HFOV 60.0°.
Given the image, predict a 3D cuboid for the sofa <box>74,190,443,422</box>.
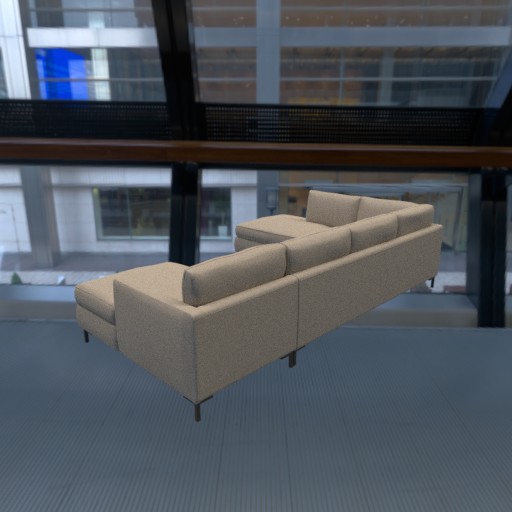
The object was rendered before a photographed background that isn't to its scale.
[{"bbox_3d":[0.000,0.000,3.557,1.879,0.756,2.737,16,22,43],"label":"sofa"}]
